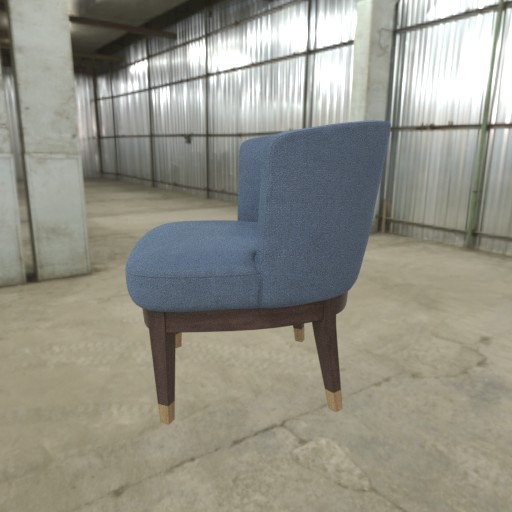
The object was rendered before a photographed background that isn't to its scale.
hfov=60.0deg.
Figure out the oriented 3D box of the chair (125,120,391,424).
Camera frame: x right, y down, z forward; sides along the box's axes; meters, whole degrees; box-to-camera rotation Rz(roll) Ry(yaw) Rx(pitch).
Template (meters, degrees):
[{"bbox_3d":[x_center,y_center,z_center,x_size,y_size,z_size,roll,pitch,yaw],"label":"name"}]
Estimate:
[{"bbox_3d":[0.000,0.000,1.309,0.702,0.760,0.661,-2,14,-7],"label":"chair"}]
